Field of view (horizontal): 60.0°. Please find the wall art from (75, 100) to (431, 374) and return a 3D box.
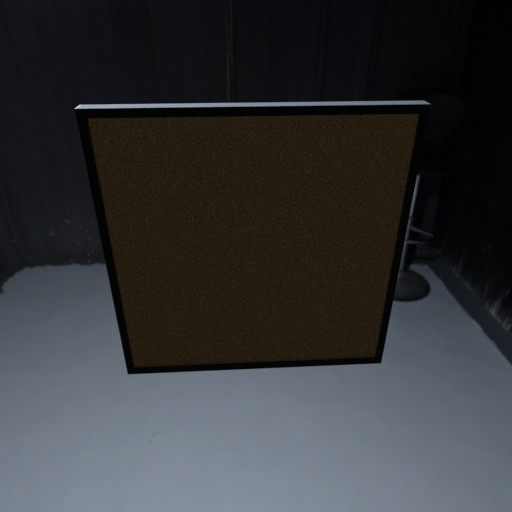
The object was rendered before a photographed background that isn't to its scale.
[{"bbox_3d":[0.000,0.000,1.153,0.761,0.761,0.037,-2,30,-3],"label":"wall art"}]
